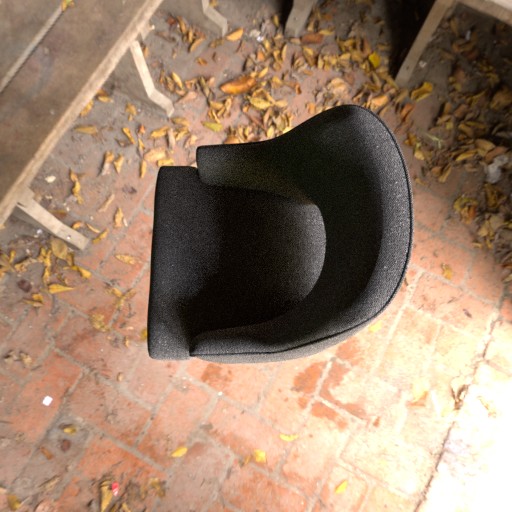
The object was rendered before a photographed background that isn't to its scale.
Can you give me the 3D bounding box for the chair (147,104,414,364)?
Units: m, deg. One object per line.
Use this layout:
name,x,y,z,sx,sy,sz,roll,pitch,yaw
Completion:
chair,0.000,0.000,1.286,0.629,0.875,0.608,0,76,0
